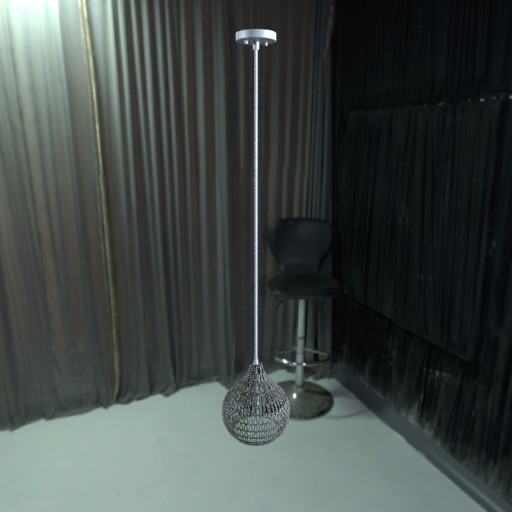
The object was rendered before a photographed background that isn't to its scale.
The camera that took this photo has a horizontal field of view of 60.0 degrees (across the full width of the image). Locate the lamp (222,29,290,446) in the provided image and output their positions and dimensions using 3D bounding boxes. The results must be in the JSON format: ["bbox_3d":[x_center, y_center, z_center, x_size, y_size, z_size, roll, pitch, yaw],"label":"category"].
[{"bbox_3d":[0.000,0.000,2.099,0.355,1.919,0.355,-8,17,-26],"label":"lamp"}]
